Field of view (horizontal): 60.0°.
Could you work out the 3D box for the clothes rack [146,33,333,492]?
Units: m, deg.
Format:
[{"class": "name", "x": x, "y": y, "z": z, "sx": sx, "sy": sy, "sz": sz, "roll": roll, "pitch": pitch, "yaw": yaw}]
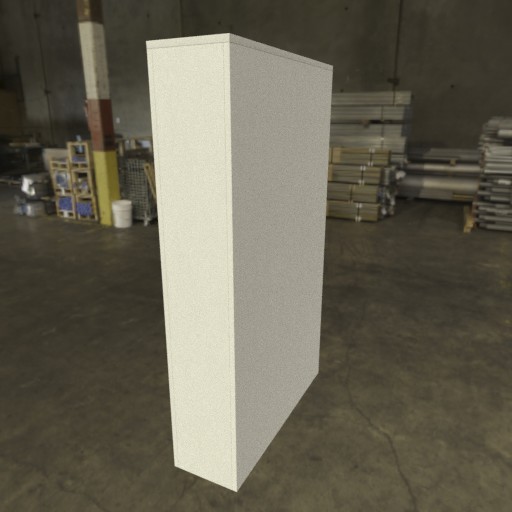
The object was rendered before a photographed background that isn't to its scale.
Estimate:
[{"class": "clothes rack", "x": 0.000, "y": 0.000, "z": 1.546, "sx": 0.250, "sy": 1.280, "sz": 0.750, "roll": 9, "pitch": 19, "yaw": 26}]
